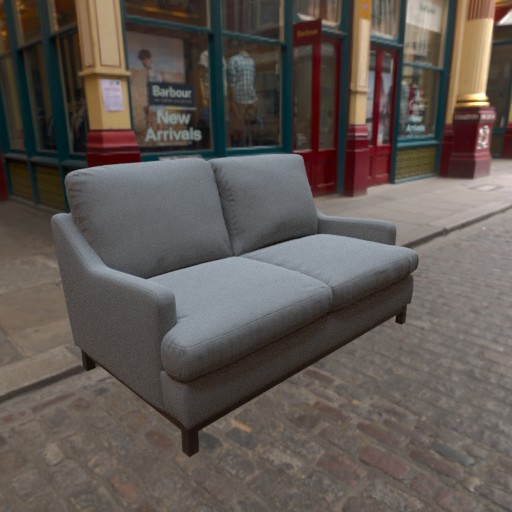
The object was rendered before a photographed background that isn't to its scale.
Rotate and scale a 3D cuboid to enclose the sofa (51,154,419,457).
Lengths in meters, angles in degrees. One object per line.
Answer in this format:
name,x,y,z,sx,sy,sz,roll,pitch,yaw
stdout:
sofa,0.000,0.000,2.191,1.589,0.921,0.987,-16,22,-43
